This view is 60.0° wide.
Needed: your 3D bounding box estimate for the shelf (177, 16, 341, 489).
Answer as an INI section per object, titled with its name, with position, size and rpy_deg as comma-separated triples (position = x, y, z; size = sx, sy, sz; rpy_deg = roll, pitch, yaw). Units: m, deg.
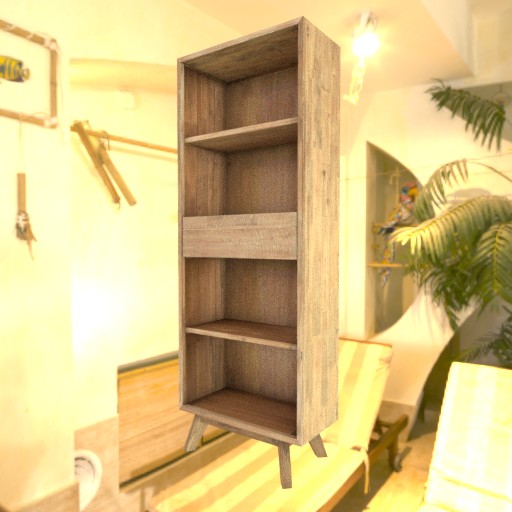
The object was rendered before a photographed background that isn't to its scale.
[shelf]
position = 0.000, 0.000, 1.484
size = 0.491, 1.342, 0.267
rpy_deg = 1, 2, 36
